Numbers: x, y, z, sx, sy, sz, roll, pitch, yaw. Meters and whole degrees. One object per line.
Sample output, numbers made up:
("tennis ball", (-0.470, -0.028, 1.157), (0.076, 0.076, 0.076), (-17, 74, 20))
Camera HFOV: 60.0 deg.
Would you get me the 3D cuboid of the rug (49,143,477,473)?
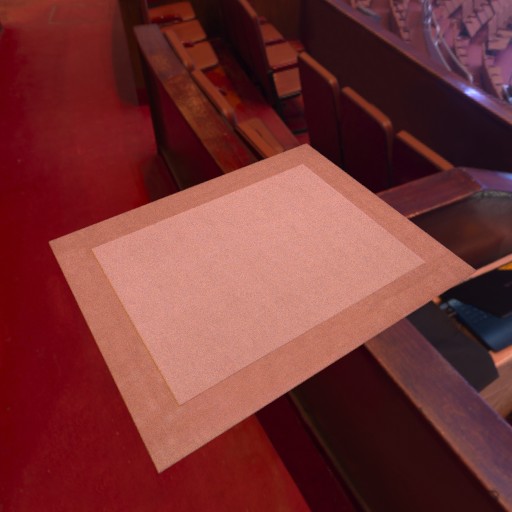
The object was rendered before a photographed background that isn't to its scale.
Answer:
("rug", (0.000, 0.000, 4.022), (3.048, 0.014, 2.438), (-25, 52, -22))
